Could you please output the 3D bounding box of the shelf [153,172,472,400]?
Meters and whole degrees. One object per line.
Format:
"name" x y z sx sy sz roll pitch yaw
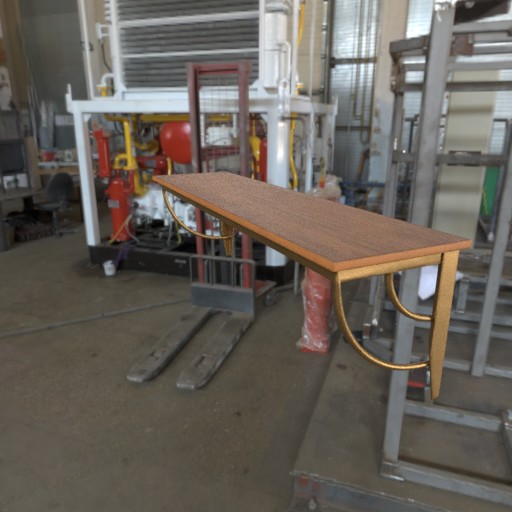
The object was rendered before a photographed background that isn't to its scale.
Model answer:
"shelf" 0.000 0.000 0.705 0.166 0.190 0.636 -8 19 -25
